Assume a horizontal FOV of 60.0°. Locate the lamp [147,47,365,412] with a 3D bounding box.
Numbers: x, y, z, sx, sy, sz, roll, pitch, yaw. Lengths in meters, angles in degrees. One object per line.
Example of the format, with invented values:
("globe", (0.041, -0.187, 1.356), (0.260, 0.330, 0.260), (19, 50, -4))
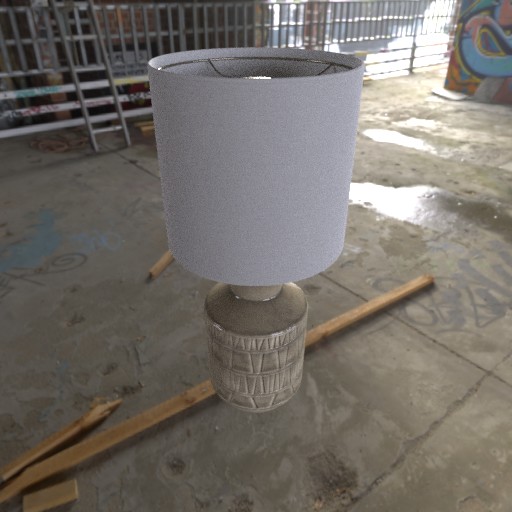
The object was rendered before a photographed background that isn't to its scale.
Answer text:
("lamp", (0.000, 0.000, 0.557), (0.211, 0.455, 0.211), (-10, 33, -16))
